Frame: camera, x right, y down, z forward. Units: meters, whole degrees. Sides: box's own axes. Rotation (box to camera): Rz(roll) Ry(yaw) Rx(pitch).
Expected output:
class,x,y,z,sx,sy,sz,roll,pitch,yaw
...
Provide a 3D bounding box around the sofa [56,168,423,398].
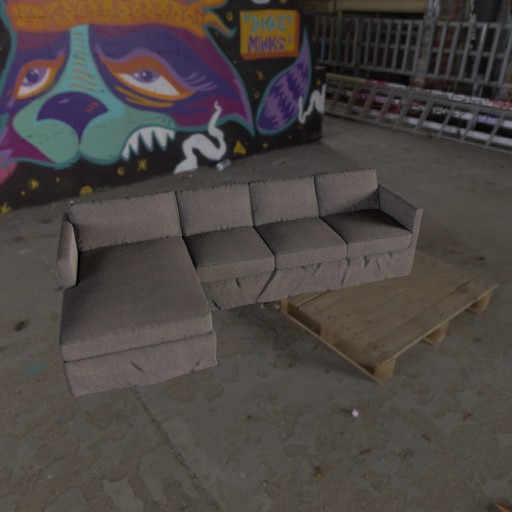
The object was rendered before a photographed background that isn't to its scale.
class,x,y,z,sx,sy,sz,roll,pitch,yaw
sofa,0.000,0.000,3.878,3.205,0.922,1.650,-9,31,-16
